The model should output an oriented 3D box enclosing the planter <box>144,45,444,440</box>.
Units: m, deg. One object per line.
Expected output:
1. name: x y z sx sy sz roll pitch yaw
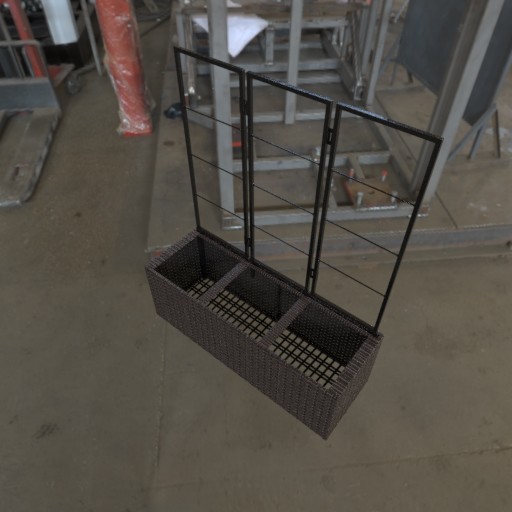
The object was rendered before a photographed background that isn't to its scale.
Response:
1. planter: 0.000 0.000 1.156 0.699 0.841 0.244 30 53 26
